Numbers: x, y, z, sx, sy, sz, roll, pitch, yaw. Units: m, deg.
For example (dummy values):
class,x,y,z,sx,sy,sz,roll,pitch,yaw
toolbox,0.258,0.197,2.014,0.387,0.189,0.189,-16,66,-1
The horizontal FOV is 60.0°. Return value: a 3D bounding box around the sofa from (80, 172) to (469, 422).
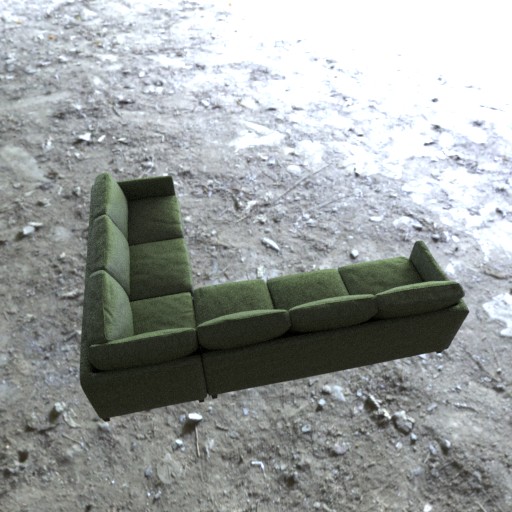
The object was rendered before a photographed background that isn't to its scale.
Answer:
class,x,y,z,sx,sy,sz,roll,pitch,yaw
sofa,0.000,0.000,4.599,3.302,0.947,2.593,-9,47,-8
